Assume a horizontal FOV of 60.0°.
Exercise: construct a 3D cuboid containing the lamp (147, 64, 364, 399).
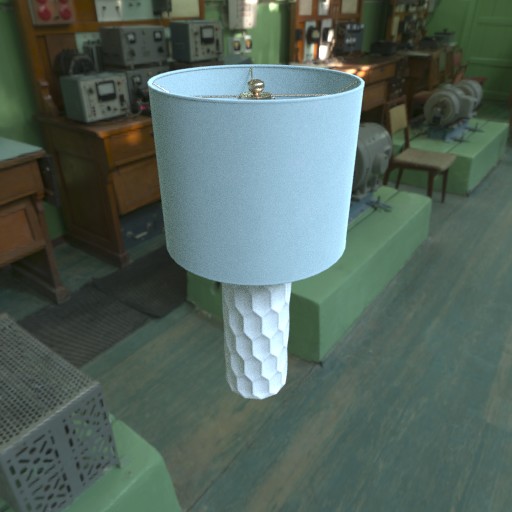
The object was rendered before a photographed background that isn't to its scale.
[{"bbox_3d":[0.000,0.000,0.712,0.277,0.534,0.277,20,36,30],"label":"lamp"}]
